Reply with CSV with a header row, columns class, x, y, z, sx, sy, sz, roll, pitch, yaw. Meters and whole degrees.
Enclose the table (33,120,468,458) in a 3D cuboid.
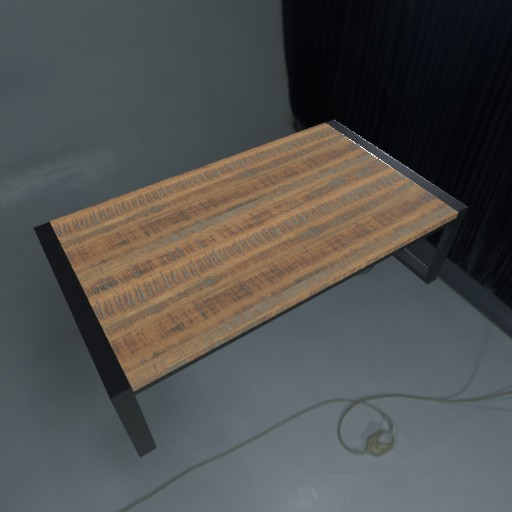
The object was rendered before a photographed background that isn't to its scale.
class,x,y,z,sx,sy,sz,roll,pitch,yaw
table,0.000,0.000,1.712,1.350,0.400,0.750,-25,51,-22
